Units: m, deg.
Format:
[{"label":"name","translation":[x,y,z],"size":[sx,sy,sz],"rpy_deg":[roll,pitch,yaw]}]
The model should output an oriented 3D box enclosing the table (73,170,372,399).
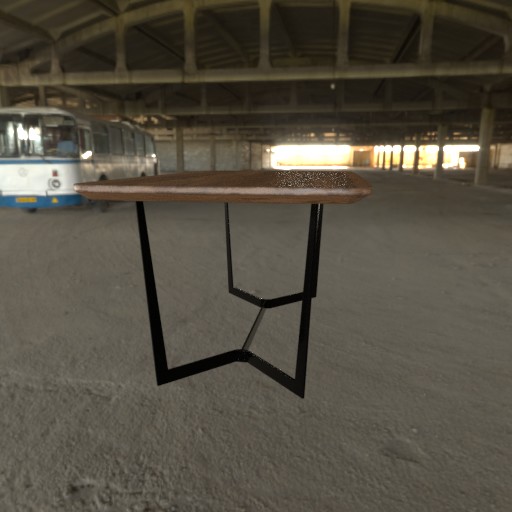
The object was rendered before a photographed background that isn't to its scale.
[{"label":"table","translation":[0.000,0.000,2.143],"size":[0.949,0.765,1.643],"rpy_deg":[2,13,9]}]
